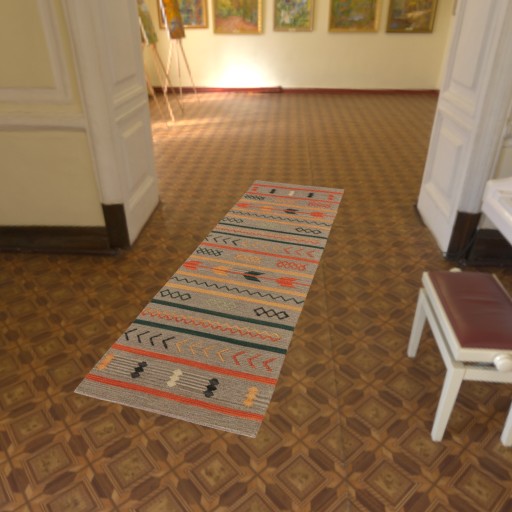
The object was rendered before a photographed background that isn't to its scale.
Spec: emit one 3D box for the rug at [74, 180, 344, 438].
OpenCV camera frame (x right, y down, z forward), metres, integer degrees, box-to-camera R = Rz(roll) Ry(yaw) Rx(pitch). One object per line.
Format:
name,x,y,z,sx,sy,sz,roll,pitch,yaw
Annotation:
rug,0.000,0.000,2.626,0.744,0.022,2.419,9,31,15
